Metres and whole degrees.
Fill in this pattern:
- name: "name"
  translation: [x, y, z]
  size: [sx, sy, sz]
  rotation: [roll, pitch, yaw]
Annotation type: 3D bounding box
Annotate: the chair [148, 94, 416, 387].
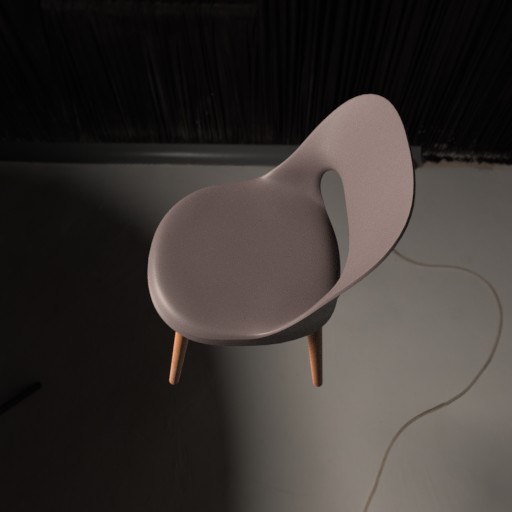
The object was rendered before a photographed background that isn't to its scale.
- name: "chair"
  translation: [0.000, 0.000, 1.137]
  size: [0.556, 0.794, 0.470]
  rotation: [0, 59, 0]
